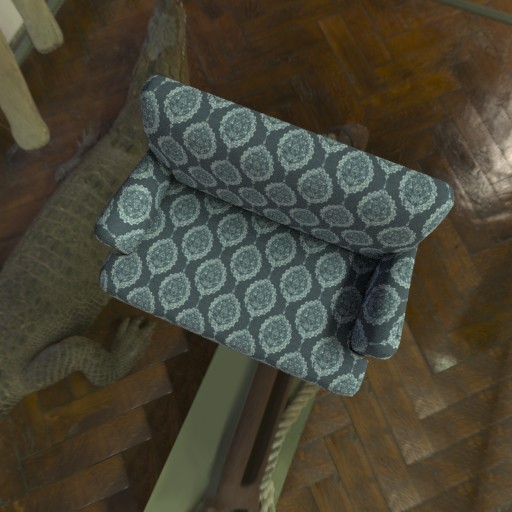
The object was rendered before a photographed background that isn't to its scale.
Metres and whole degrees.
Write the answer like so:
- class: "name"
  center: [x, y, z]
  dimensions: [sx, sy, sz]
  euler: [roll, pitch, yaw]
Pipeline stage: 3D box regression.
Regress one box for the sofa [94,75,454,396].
- class: "sofa"
  center: [0.000, 0.000, 1.872]
  dimensions: [1.297, 0.867, 0.779]
  euler: [22, 77, 6]
